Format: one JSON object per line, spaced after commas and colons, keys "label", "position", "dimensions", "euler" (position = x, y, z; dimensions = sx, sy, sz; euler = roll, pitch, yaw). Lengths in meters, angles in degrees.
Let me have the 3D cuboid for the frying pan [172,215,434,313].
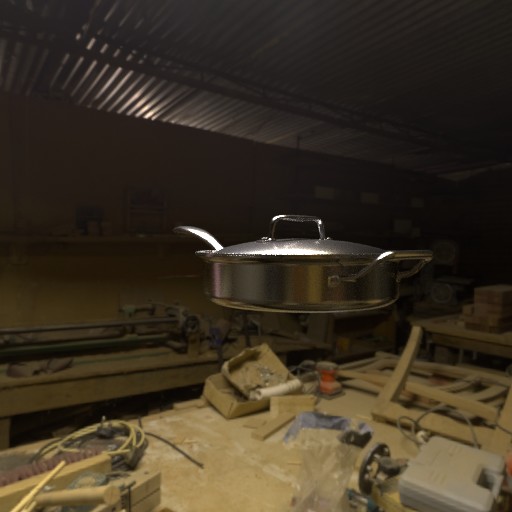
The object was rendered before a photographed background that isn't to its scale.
{"label": "frying pan", "position": [0.000, 0.000, 0.682], "dimensions": [0.280, 0.114, 0.561], "euler": [-1, 2, -36]}
